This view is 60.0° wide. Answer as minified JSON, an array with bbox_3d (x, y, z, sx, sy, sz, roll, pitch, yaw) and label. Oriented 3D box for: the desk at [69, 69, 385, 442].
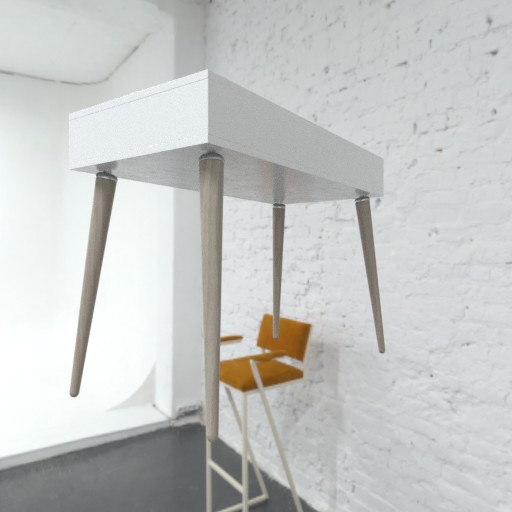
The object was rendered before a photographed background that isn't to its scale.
[{"bbox_3d":[0.000,0.000,1.389,0.491,0.723,0.979,0,0,35],"label":"desk"}]
